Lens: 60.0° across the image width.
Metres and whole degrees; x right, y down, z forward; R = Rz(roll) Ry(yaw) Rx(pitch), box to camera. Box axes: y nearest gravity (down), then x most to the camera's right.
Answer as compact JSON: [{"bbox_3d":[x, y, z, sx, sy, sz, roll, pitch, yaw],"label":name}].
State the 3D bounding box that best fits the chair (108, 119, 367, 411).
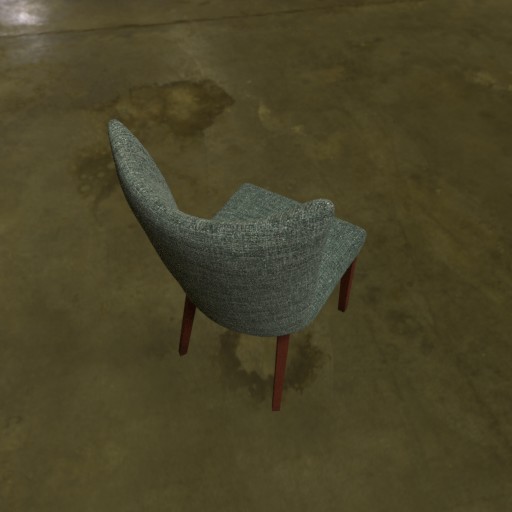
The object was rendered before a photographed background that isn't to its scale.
[{"bbox_3d":[0.000,0.000,1.312,0.535,0.924,0.623,25,53,20],"label":"chair"}]
